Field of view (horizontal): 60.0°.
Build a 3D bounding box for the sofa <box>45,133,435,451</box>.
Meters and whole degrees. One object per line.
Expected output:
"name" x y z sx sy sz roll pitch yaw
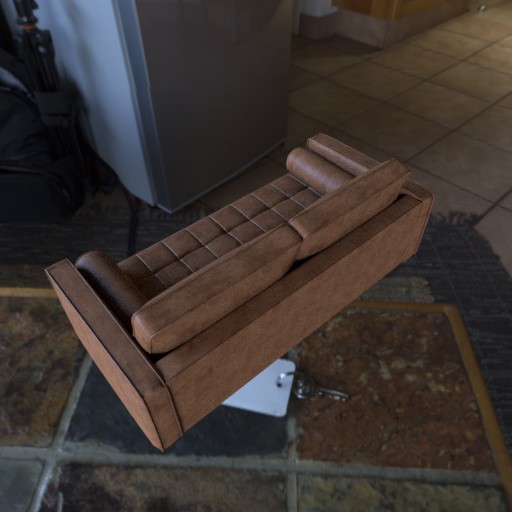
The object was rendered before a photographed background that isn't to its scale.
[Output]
"sofa" 0.000 0.000 2.435 1.920 0.825 0.924 -32 53 -27
